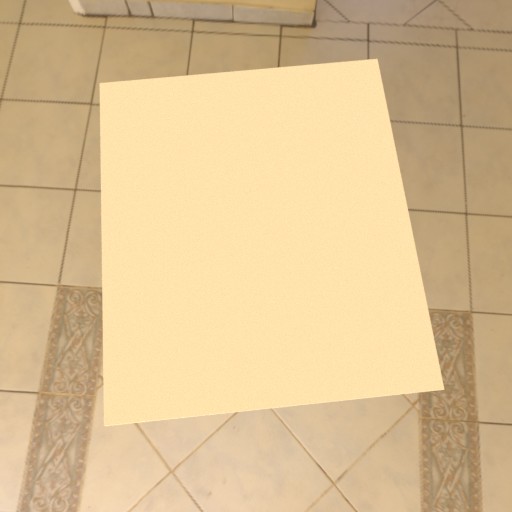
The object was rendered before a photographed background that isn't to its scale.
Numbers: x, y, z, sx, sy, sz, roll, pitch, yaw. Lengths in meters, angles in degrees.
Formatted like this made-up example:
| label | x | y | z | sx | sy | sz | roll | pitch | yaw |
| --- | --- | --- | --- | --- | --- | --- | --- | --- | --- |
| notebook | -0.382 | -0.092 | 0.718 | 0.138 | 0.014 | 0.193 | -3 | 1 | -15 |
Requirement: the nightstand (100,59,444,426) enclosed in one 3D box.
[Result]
| label | x | y | z | sx | sy | sz | roll | pitch | yaw |
| --- | --- | --- | --- | --- | --- | --- | --- | --- | --- |
| nightstand | 0.000 | 0.000 | 0.757 | 0.408 | 0.351 | 0.470 | -6 | 75 | -1 |
